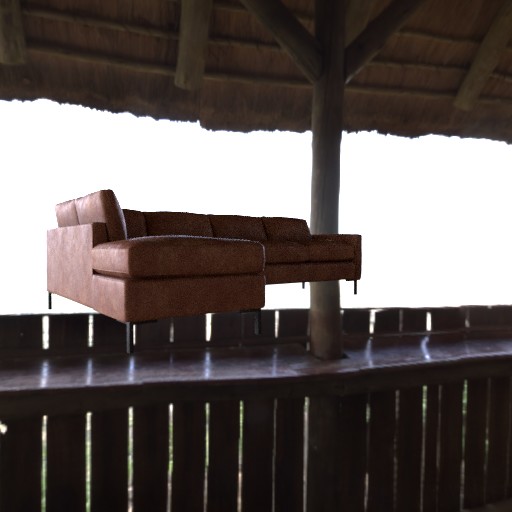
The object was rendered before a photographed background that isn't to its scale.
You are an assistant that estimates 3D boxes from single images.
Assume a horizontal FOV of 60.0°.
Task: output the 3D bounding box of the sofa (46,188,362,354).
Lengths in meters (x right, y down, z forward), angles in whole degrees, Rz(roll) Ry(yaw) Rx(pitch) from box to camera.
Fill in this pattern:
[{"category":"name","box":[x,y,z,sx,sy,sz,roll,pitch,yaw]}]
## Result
[{"category":"sofa","box":[0.000,0.000,3.770,2.984,0.877,1.938,-1,2,-37]}]
